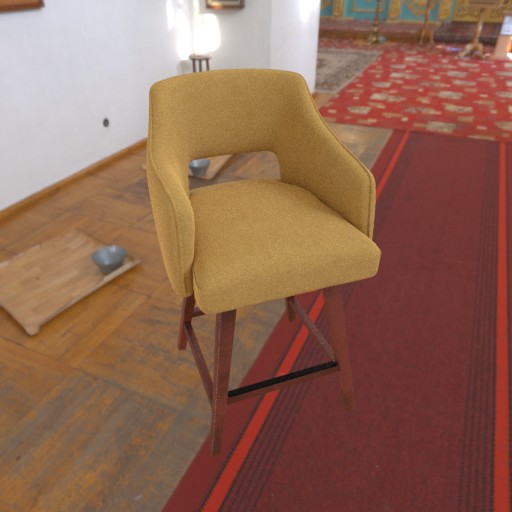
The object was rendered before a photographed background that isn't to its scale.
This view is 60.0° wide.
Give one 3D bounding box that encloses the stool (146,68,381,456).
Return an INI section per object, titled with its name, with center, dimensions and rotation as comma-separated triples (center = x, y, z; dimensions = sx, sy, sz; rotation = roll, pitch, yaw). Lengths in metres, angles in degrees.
[stool]
center = 0.000, 0.000, 1.281
dimensions = 0.548, 0.924, 0.558
rotation = -11, 34, -17
